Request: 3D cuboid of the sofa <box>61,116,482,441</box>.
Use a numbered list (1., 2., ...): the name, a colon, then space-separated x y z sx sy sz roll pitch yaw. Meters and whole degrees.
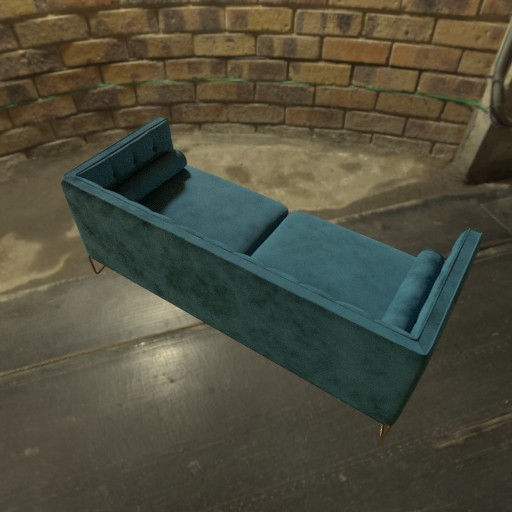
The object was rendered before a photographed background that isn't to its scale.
1. sofa: 0.000 0.000 2.539 2.087 0.789 0.867 25 51 23
